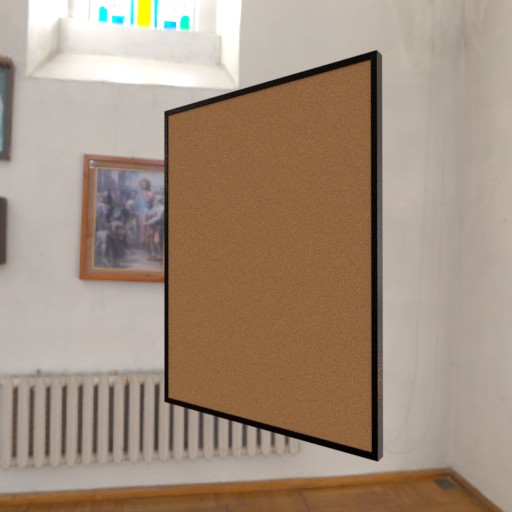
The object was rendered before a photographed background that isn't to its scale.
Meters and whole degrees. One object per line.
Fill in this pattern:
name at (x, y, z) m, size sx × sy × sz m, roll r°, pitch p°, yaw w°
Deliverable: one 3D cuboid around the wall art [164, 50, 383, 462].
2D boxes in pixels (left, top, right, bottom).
wall art at (0.000, 0.000, 1.396) m, size 0.805 × 1.062 × 0.040 m, roll 0°, pitch 0°, yaw 36°
